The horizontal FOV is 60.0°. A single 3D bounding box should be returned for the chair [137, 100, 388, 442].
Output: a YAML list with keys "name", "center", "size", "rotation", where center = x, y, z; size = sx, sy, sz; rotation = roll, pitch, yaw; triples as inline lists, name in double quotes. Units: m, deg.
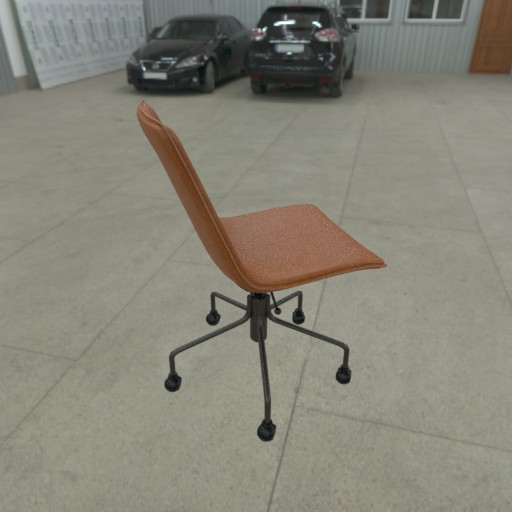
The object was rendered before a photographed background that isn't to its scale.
- name: "chair"
  center: [0.000, 0.000, 1.383]
  size: [0.660, 0.920, 0.651]
  rotation: [-10, 31, -18]
